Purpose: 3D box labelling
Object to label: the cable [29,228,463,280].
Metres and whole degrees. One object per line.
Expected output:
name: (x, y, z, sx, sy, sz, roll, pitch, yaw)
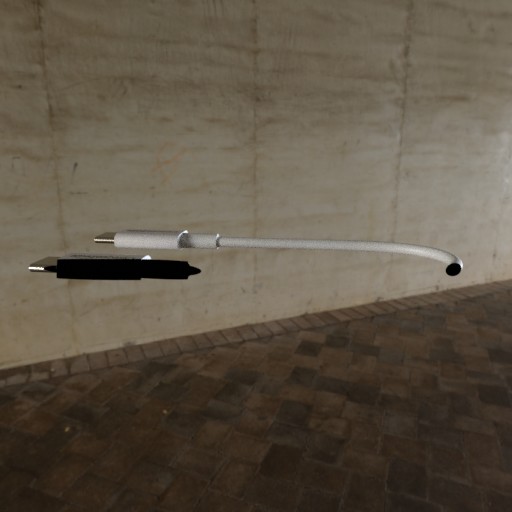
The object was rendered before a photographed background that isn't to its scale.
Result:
cable: (0.000, 0.000, 0.112, 0.098, 0.005, 0.041, 2, 15, 8)
